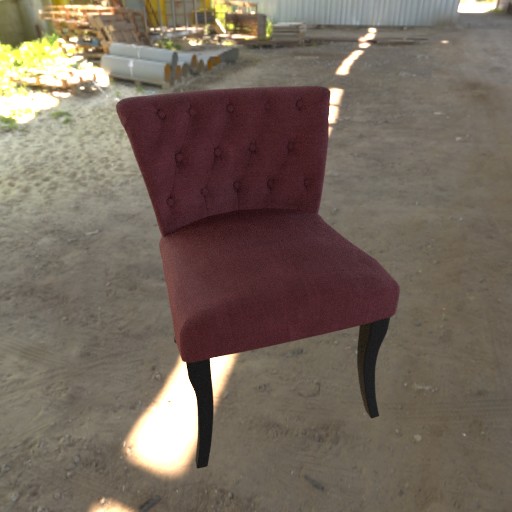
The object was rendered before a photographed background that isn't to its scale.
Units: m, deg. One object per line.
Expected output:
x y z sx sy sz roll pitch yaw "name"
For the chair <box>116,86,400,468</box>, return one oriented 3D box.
0.000 0.000 1.168 0.582 0.750 0.605 -9 32 -15 "chair"
